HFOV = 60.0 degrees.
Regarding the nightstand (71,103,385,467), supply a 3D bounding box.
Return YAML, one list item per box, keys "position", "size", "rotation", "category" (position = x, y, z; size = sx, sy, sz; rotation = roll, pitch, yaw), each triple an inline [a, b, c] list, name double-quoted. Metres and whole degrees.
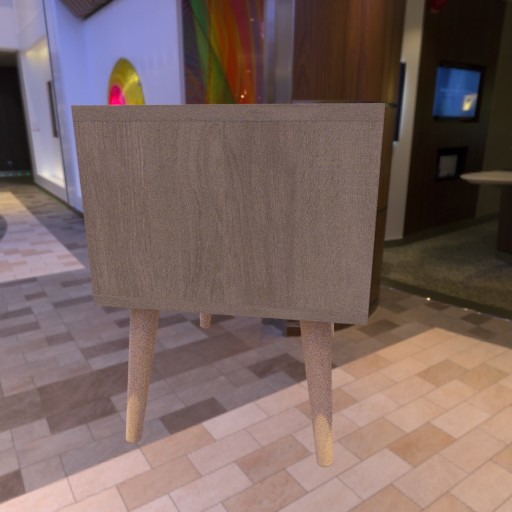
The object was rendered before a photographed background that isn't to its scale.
- position: [0.000, 0.000, 0.794]
  size: [0.380, 0.500, 0.450]
  rotation: [3, 17, 9]
  category: "nightstand"
